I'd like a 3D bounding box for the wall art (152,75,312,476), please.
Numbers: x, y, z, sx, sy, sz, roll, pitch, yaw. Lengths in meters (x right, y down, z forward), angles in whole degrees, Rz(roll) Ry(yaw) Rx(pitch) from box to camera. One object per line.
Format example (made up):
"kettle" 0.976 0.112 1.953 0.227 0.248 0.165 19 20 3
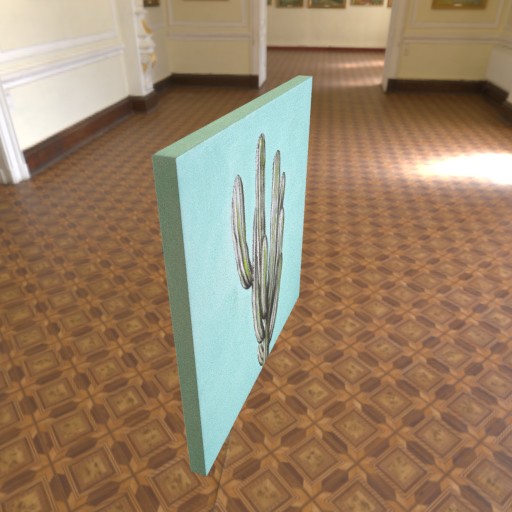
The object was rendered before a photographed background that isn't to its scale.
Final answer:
"wall art" 0.000 0.000 1.606 0.070 1.073 1.071 11 33 18
